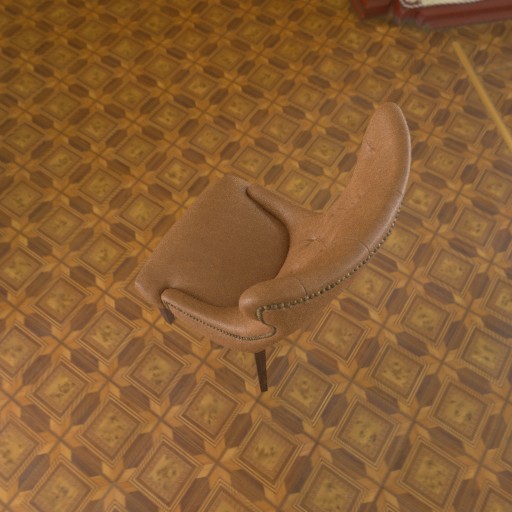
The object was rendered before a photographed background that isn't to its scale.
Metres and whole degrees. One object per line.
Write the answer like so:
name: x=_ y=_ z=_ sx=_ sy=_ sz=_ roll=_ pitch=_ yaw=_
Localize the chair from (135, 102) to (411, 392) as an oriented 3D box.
chair: x=0.000 y=0.000 z=1.432 sx=0.669 sy=1.065 sz=0.611 roll=31 pitch=68 yaw=14
